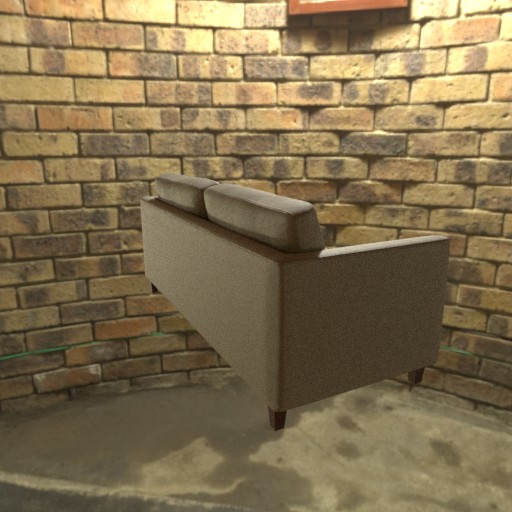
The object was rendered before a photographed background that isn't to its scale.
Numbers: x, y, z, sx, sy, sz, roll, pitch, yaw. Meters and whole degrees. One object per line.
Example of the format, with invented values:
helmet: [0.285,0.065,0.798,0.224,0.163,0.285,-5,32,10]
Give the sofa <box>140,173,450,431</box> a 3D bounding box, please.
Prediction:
sofa: [0.000,0.000,2.822,0.956,0.963,2.208,-7,16,-26]
